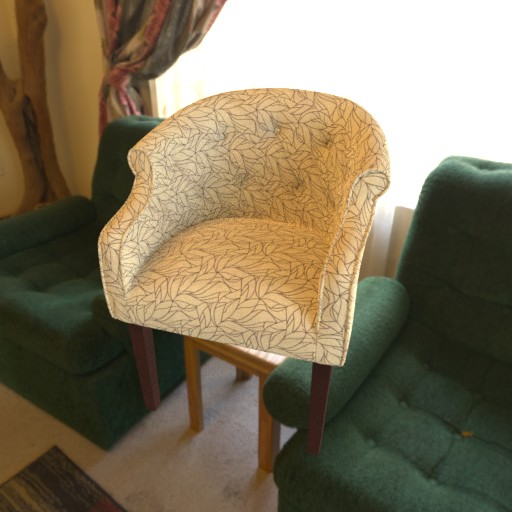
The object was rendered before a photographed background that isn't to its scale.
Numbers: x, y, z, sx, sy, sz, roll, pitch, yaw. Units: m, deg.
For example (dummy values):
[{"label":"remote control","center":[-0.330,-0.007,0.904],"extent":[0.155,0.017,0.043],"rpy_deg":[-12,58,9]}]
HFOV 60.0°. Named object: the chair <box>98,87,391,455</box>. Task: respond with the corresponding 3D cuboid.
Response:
[{"label":"chair","center":[0.000,0.000,1.279],"extent":[0.686,0.858,0.613],"rpy_deg":[9,28,16]}]
